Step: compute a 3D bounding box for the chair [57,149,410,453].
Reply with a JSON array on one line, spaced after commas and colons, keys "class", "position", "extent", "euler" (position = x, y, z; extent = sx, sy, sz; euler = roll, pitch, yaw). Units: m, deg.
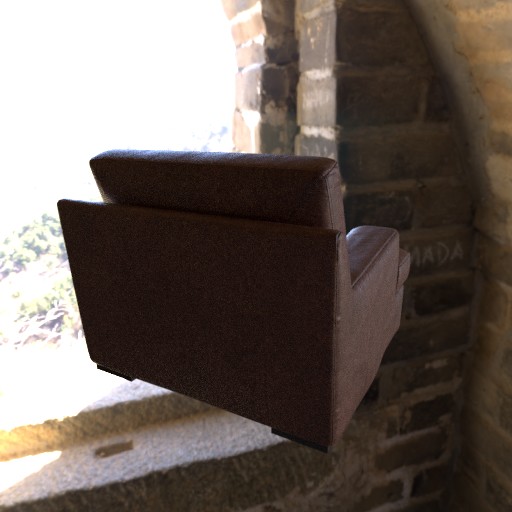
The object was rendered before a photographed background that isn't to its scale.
[{"class": "chair", "position": [0.000, 0.000, 1.957], "extent": [1.168, 0.939, 1.143], "euler": [9, 19, 28]}]
